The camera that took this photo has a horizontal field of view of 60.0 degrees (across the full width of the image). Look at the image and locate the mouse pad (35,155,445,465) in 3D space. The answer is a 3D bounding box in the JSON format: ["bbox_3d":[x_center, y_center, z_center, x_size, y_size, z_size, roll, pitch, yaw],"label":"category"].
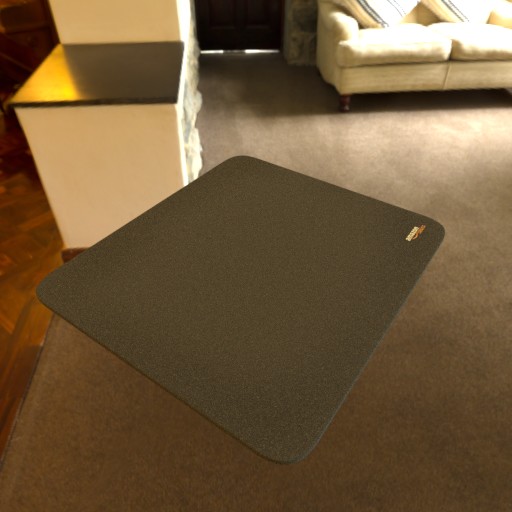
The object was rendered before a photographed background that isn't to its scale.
[{"bbox_3d":[0.000,0.000,0.311,0.203,0.003,0.229,25,47,26],"label":"mouse pad"}]
